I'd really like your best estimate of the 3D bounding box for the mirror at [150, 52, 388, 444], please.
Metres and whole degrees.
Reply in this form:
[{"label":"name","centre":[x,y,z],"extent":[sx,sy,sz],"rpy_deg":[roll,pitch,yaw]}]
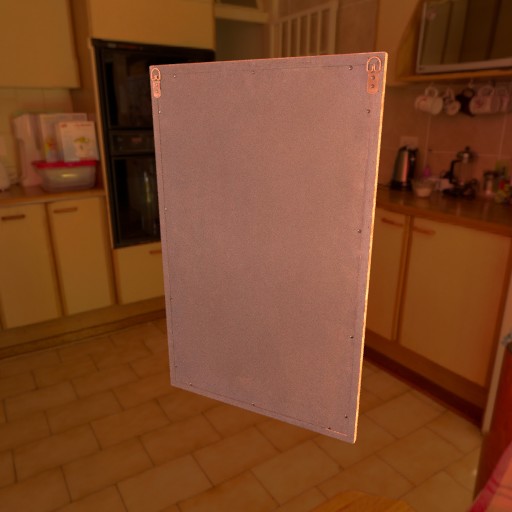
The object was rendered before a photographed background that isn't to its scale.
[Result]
[{"label":"mirror","centre":[0.000,0.000,0.969],"extent":[0.495,0.787,0.058],"rpy_deg":[9,20,25]}]
